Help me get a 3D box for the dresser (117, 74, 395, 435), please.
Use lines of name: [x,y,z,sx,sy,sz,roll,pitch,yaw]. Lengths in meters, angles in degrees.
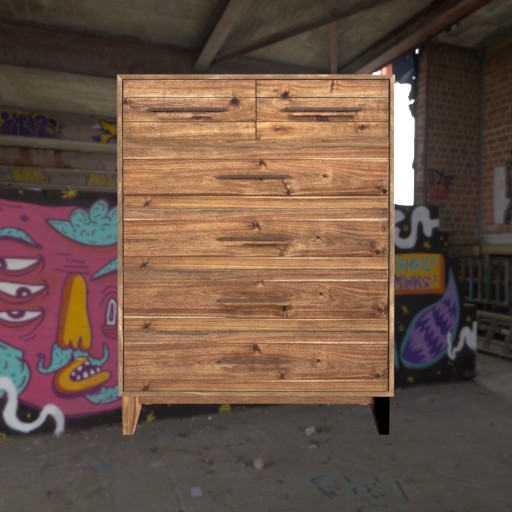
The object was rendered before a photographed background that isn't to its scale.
dresser: [0.000,0.000,1.912,1.062,1.393,0.442,0,1,0]
